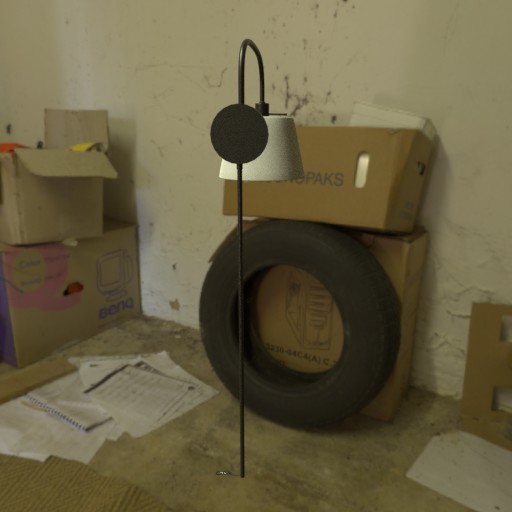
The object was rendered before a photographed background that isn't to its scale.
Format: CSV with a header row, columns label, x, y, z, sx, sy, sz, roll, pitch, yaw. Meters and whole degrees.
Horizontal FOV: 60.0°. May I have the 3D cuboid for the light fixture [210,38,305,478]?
label,x,y,z,sx,sy,sz,roll,pitch,yaw
light fixture,0.000,0.000,0.460,0.092,0.399,0.176,2,15,9
